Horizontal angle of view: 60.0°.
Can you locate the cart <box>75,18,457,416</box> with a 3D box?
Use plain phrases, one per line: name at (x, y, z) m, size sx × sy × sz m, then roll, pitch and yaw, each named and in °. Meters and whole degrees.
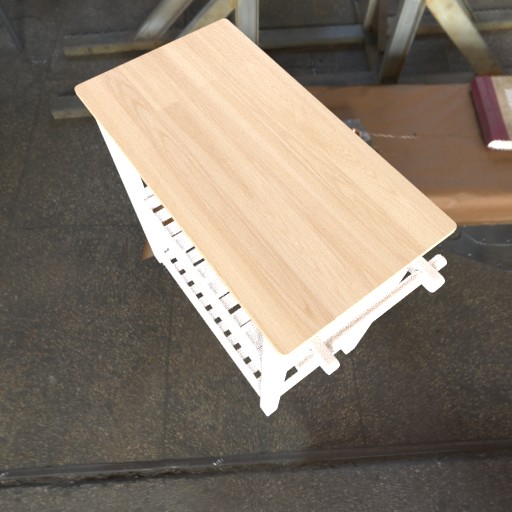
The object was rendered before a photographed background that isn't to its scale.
cart at (0.000, 0.000, 1.394) m, size 0.457 × 0.927 × 0.899 m, roll -33°, pitch 67°, yaw -16°
